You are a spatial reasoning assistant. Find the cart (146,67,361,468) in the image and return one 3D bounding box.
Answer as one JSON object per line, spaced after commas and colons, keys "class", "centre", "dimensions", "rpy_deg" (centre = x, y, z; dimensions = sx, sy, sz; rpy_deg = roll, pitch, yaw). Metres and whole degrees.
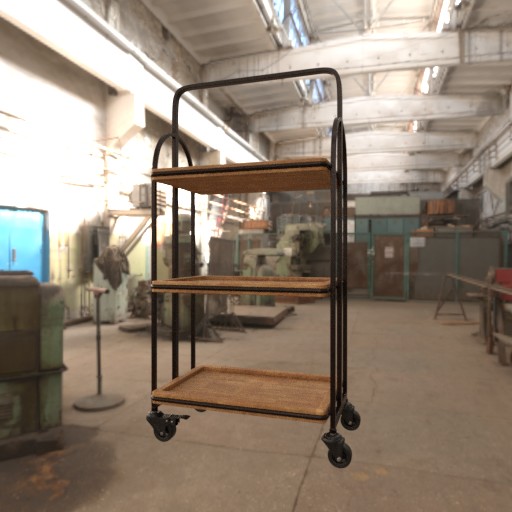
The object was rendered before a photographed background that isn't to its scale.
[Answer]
{"class": "cart", "centre": [0.000, 0.000, 1.241], "dimensions": [0.553, 1.001, 0.327], "rpy_deg": [0, 0, 18]}
